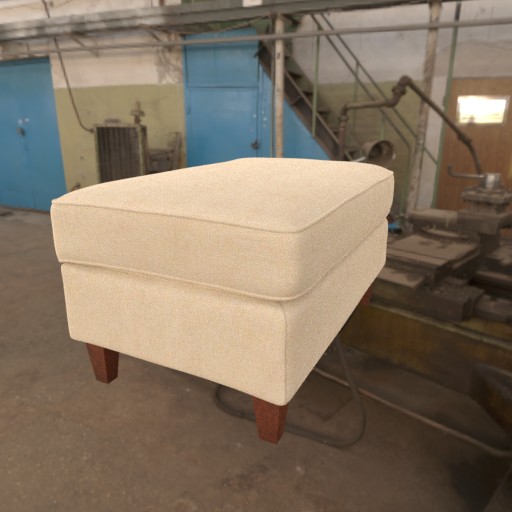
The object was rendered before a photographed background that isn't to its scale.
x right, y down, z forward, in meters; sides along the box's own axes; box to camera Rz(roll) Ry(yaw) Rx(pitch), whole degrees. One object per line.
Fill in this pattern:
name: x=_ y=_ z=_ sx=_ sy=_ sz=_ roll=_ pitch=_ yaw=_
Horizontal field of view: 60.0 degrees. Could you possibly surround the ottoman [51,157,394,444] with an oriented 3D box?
ottoman: x=0.000 y=0.000 z=1.226 sx=0.583 sy=0.484 sz=0.862 roll=9 pitch=20 yaw=25
